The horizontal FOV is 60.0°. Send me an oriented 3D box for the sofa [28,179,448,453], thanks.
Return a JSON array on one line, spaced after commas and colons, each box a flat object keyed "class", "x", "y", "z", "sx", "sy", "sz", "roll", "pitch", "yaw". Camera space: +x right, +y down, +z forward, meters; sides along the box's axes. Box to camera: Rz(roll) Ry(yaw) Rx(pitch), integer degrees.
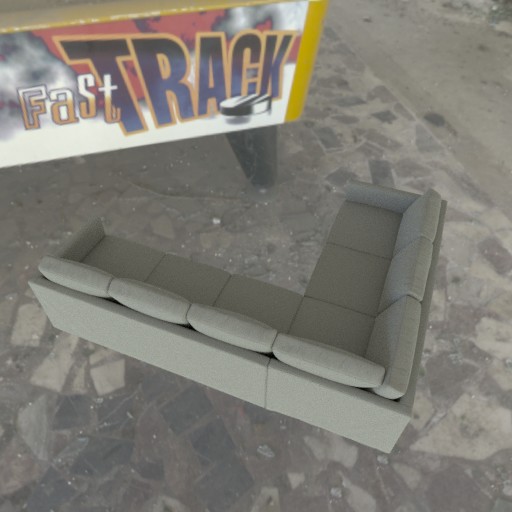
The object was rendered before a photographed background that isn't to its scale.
[{"class": "sofa", "x": 0.000, "y": 0.000, "z": 4.256, "sx": 3.182, "sy": 0.871, "sz": 2.432, "roll": 16, "pitch": 49, "yaw": 15}]
